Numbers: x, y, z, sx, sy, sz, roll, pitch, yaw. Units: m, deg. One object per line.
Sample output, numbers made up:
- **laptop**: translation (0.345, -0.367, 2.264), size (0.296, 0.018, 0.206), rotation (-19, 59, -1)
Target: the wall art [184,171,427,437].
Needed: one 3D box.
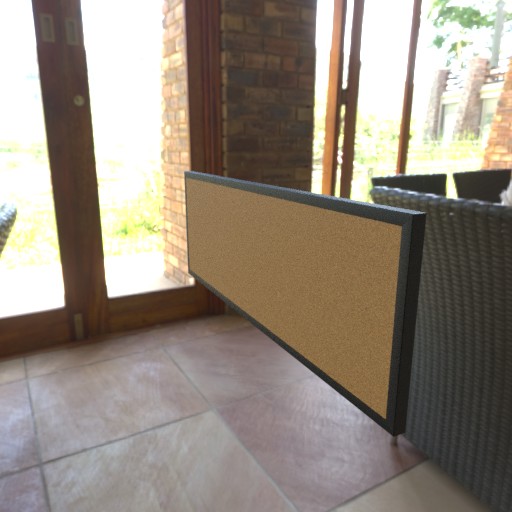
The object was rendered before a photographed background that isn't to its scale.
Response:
- **wall art**: translation (0.000, 0.000, 1.710), size (0.041, 0.554, 1.572), rotation (-7, 16, -26)
